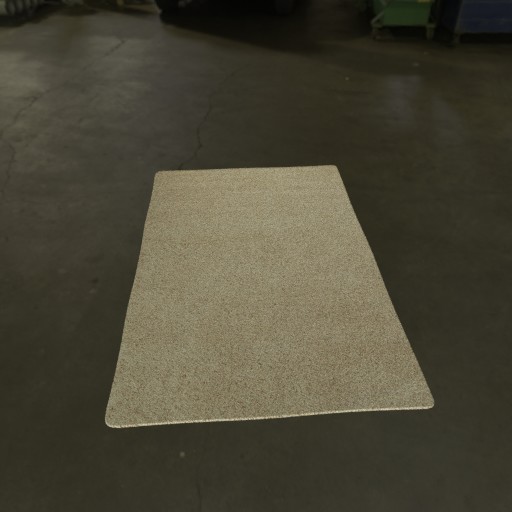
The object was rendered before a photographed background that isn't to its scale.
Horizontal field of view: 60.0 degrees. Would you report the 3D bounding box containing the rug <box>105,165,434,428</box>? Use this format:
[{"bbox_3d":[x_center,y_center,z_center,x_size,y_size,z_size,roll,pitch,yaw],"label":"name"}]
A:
[{"bbox_3d":[0.000,0.000,3.414,1.801,0.024,2.700,-3,40,-3],"label":"rug"}]
